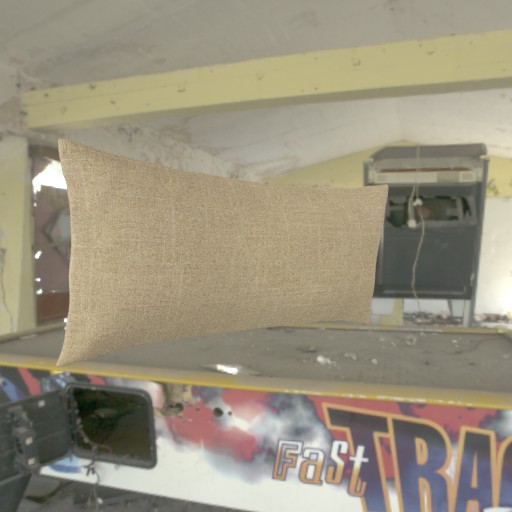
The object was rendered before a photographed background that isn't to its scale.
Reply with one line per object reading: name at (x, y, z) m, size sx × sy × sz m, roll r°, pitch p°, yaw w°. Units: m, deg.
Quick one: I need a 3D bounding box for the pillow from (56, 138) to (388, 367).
pillow at (0.000, 0.000, 0.725) m, size 0.612 × 0.282 × 0.155 m, roll 0°, pitch 0°, yaw -36°
